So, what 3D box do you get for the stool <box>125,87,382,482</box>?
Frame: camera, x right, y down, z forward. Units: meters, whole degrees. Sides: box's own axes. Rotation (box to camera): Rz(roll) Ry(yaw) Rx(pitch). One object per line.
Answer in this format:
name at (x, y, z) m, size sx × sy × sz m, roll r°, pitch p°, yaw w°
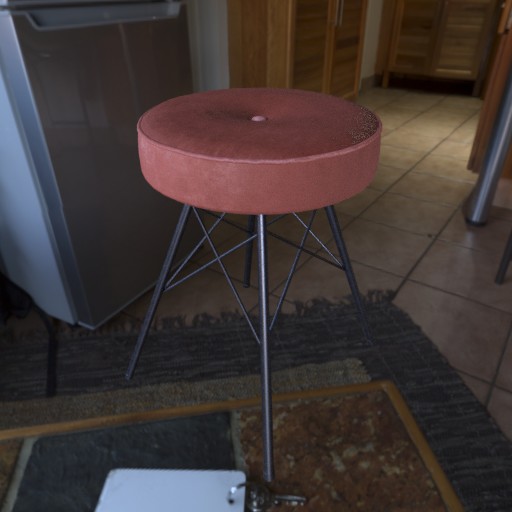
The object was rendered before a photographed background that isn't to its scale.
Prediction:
stool at (0.000, 0.000, 0.904) m, size 0.421 × 0.593 × 0.457 m, roll 22°, pitch 39°, yaw 30°
